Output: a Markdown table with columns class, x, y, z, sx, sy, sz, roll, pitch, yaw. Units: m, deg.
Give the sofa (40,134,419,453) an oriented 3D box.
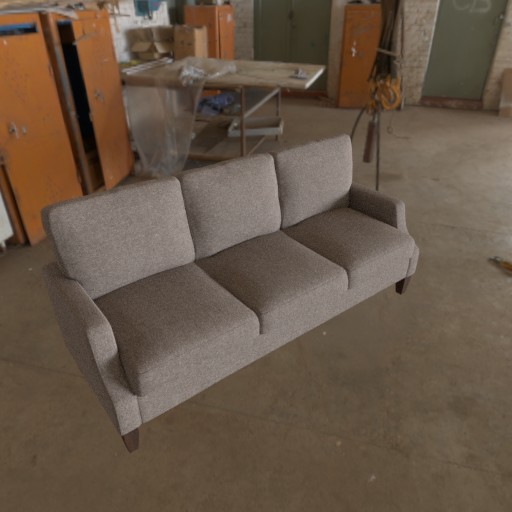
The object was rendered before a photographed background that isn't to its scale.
| class | x | y | z | sx | sy | sz | roll | pitch | yaw |
| --- | --- | --- | --- | --- | --- | --- | --- | --- | --- |
| sofa | 0.000 | 0.000 | 2.564 | 2.115 | 0.984 | 0.888 | -22 | 37 | -32 |
